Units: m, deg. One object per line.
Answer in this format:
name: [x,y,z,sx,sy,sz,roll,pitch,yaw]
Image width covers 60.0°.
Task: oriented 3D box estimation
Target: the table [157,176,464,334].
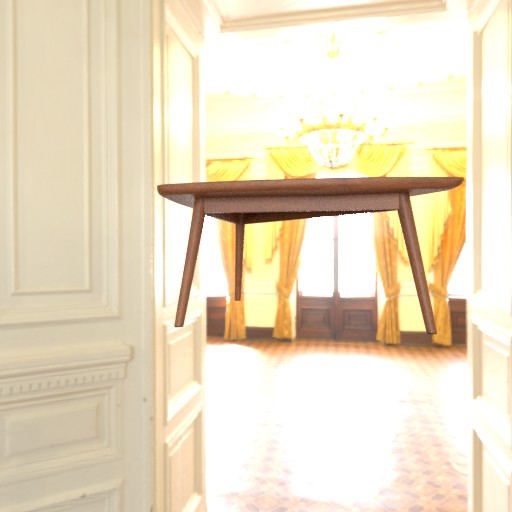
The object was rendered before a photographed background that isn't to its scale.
table: [0.000,0.000,1.293,0.601,0.365,1.008,0,1,-35]
